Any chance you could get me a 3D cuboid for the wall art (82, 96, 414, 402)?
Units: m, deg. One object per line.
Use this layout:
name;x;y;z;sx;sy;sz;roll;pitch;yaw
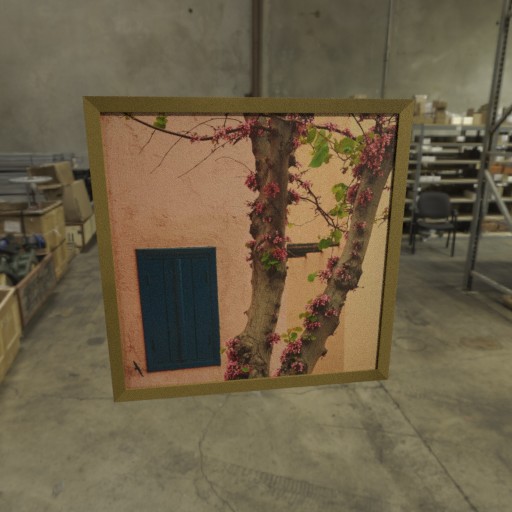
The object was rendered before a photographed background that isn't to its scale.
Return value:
wall art;0.000;0.000;1.133;0.762;0.762;0.038;-2;16;-8
